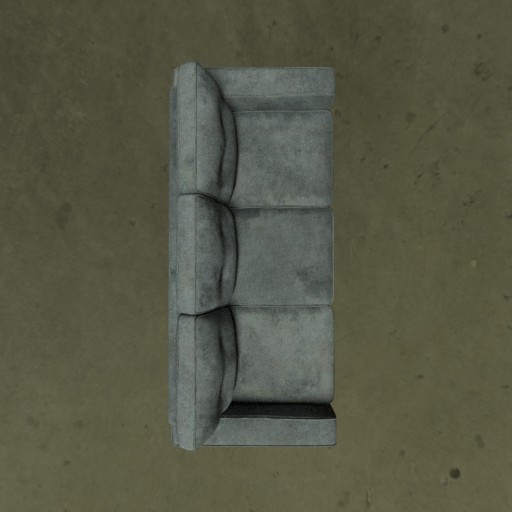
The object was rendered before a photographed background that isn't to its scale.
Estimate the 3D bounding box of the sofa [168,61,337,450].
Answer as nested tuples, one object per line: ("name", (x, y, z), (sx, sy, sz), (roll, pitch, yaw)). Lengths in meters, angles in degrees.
("sofa", (0.000, 0.000, 2.637), (0.939, 0.965, 2.133), (0, 89, 0))
